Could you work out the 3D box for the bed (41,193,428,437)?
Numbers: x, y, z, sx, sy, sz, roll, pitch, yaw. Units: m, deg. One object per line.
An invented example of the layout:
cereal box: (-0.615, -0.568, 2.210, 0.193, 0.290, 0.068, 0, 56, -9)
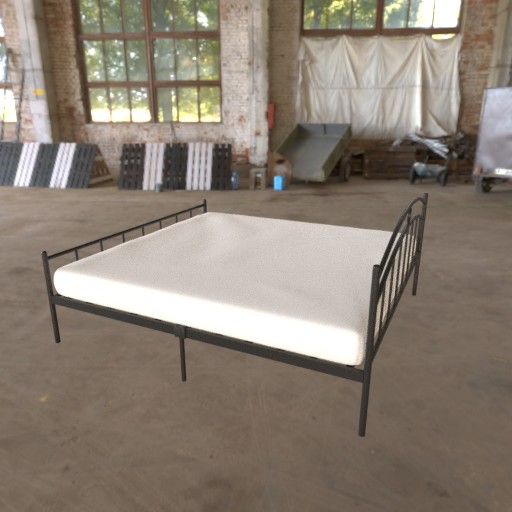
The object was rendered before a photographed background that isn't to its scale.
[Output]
bed: (0.000, 0.000, 3.151, 2.040, 0.940, 1.880, 9, 20, 25)
